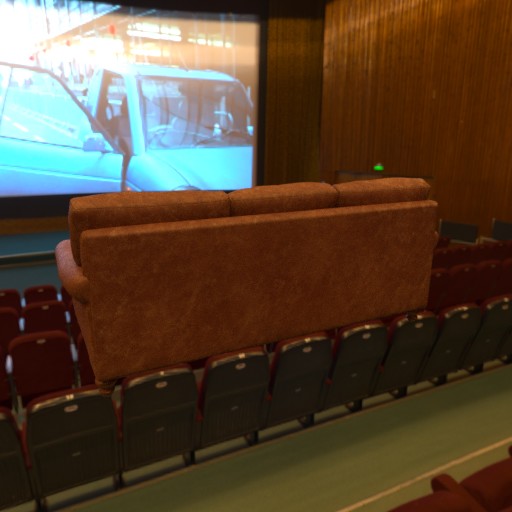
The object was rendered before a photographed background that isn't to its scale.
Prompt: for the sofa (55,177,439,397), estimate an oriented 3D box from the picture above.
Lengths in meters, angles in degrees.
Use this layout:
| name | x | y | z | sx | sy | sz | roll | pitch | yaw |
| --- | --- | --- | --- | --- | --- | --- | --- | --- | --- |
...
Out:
| name | x | y | z | sx | sy | sz | roll | pitch | yaw |
| --- | --- | --- | --- | --- | --- | --- | --- | --- | --- |
| sofa | 0.000 | 0.000 | 2.866 | 2.351 | 0.977 | 0.973 | -7 | 17 | -26 |
